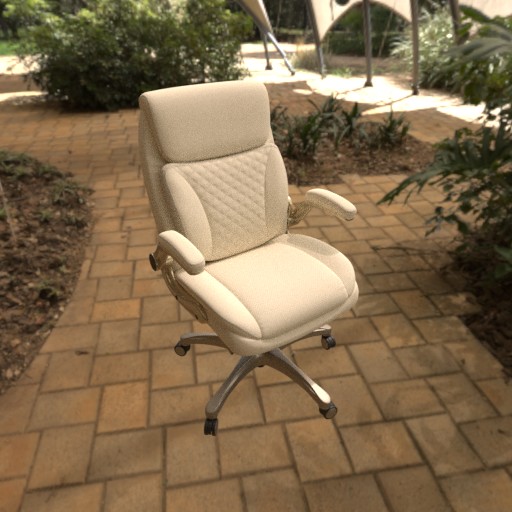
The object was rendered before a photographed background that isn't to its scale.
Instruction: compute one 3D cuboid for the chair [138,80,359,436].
[{"bbox_3d":[0.000,0.000,1.638,0.740,1.110,0.794,-22,37,-33],"label":"chair"}]
